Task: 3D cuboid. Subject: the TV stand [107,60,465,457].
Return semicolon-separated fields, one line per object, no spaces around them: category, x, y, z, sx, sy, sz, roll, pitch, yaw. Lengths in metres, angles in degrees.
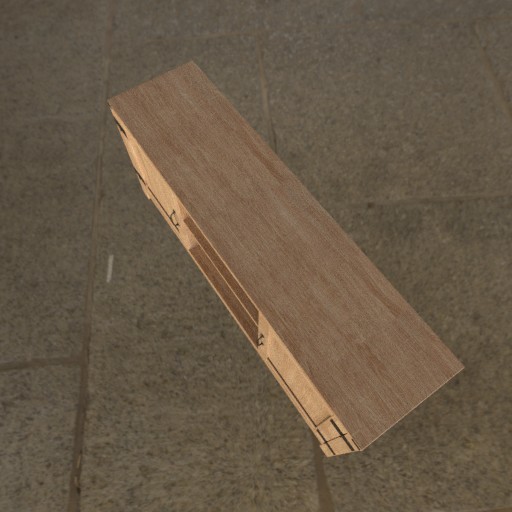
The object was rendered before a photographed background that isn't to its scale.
TV stand;0.000;0.000;1.717;0.398;0.610;1.466;-32;68;-14
